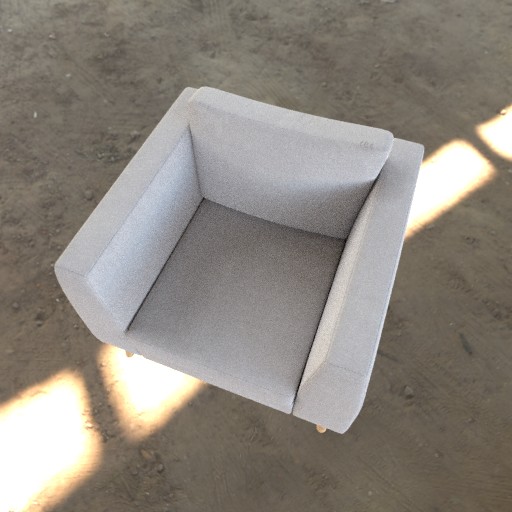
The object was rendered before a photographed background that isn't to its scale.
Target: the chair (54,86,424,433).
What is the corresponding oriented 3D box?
[{"bbox_3d":[0.000,0.000,1.672,1.000,0.860,0.930,18,59,11],"label":"chair"}]
